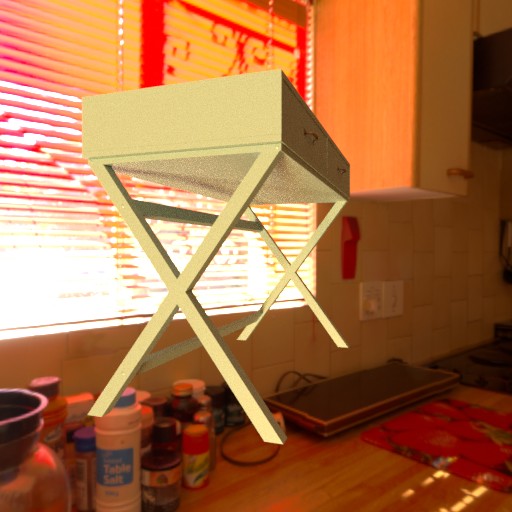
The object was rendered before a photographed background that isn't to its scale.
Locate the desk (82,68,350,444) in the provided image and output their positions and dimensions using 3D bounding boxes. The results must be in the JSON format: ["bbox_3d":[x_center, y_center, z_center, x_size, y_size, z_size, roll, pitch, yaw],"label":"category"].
[{"bbox_3d":[0.000,0.000,1.490,0.525,0.780,1.057,0,1,19],"label":"desk"}]
